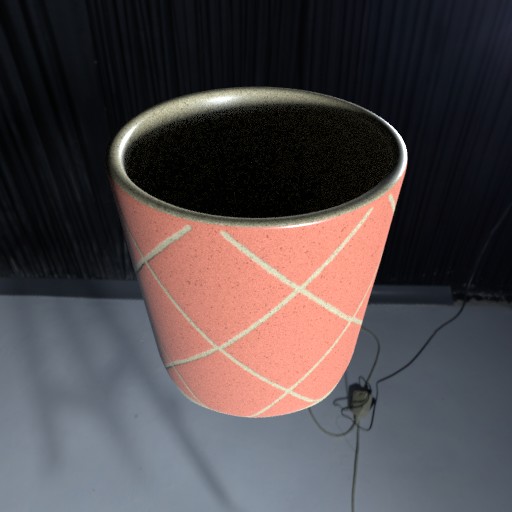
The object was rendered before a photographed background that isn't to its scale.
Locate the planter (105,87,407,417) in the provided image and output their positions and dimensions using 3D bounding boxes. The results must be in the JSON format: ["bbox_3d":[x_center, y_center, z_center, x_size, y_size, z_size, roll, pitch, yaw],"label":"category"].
[{"bbox_3d":[0.000,0.000,0.351,0.191,0.200,0.191,0,40,0],"label":"planter"}]
